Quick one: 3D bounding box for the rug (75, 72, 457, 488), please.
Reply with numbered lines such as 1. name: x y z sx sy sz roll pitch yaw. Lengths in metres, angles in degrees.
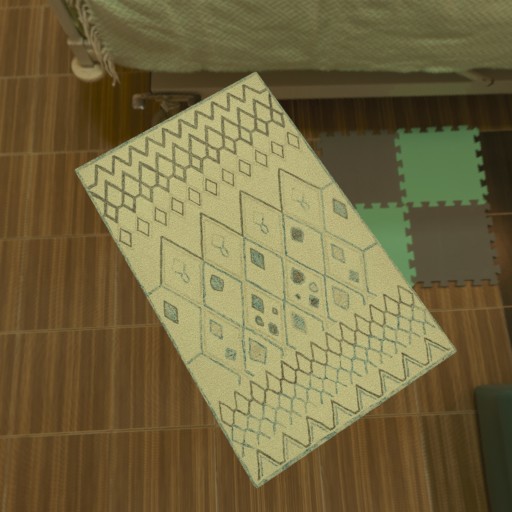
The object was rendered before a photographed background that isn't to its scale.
1. rug: 0.000 0.000 2.999 1.524 0.015 2.439 -31 78 -7
